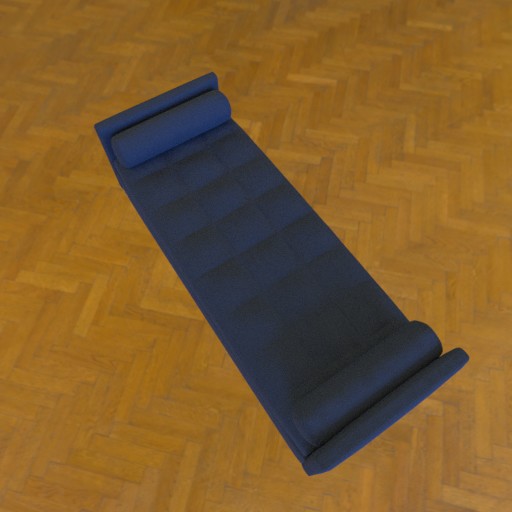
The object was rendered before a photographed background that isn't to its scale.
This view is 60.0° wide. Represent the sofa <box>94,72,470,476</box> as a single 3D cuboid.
[{"bbox_3d":[0.000,0.000,2.418,0.797,0.657,2.102,-31,66,-15],"label":"sofa"}]
